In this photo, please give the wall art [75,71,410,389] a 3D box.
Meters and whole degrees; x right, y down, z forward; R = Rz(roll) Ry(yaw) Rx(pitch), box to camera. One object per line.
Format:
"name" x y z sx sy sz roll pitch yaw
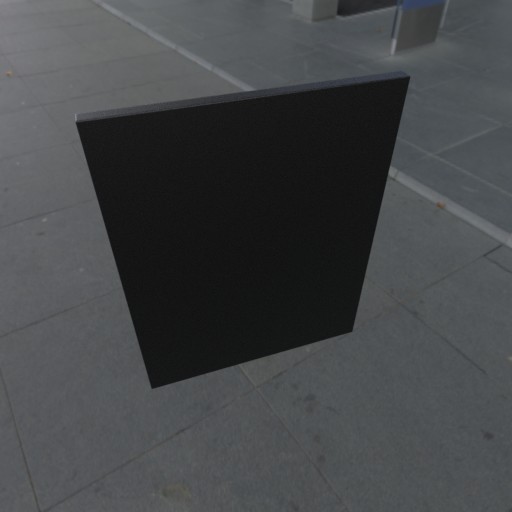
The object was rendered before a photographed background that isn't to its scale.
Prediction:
"wall art" 0.000 0.000 1.611 0.950 1.194 0.053 -13 43 -14
